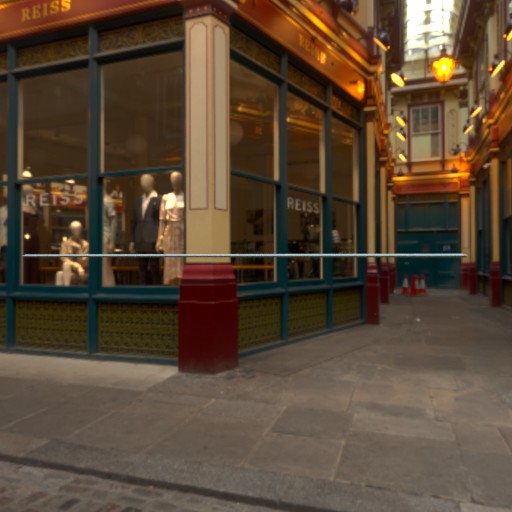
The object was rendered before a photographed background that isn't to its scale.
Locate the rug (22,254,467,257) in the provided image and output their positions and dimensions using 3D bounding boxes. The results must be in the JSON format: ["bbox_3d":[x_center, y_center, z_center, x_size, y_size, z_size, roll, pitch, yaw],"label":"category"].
[{"bbox_3d":[0.000,0.000,2.301,1.840,0.012,1.219,0,0,18],"label":"rug"}]
